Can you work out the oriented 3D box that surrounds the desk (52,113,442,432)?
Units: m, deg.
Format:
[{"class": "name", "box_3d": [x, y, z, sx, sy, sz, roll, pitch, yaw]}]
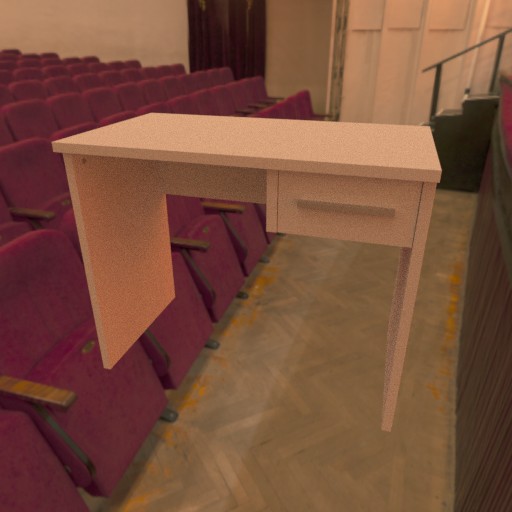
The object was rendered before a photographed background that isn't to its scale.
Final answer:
[{"class": "desk", "box_3d": [0.000, 0.000, 1.346, 0.900, 0.729, 0.498, 8, 27, 15]}]
